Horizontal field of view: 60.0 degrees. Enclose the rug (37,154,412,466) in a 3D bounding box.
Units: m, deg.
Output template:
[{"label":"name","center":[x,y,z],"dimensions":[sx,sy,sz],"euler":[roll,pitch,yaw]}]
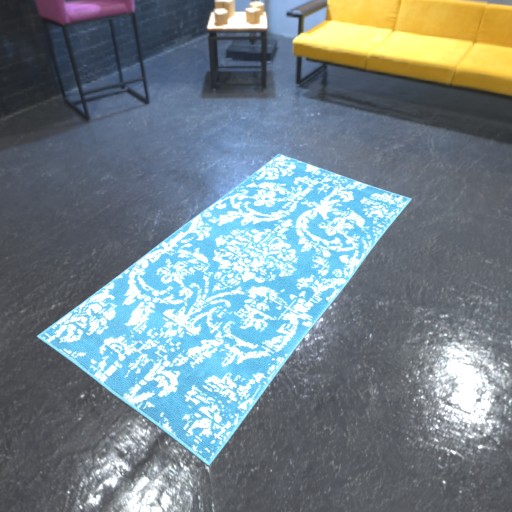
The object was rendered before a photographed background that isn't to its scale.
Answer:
[{"label":"rug","center":[0.000,0.000,1.445],"dimensions":[0.604,0.007,1.219],"euler":[25,47,25]}]
